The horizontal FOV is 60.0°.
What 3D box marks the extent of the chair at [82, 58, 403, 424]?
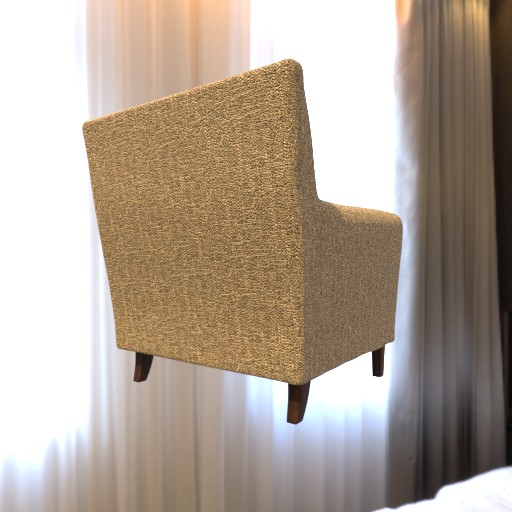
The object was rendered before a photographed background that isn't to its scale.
[{"bbox_3d":[0.000,0.000,1.619,0.864,0.928,0.873,0,0,37],"label":"chair"}]
